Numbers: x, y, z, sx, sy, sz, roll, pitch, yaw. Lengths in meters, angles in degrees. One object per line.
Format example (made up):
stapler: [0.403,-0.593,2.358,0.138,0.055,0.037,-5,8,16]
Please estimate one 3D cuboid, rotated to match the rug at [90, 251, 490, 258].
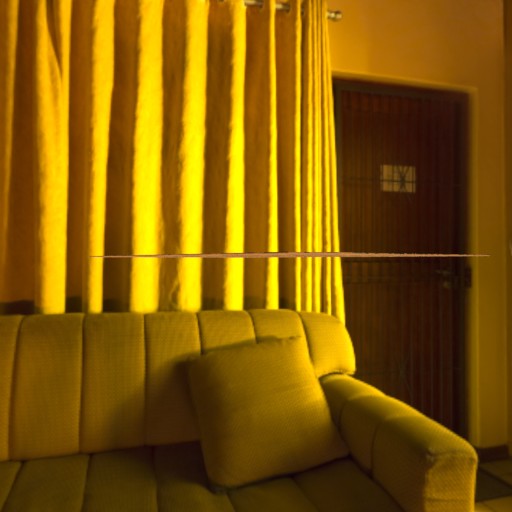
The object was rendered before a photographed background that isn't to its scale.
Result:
rug: [0.000,0.000,3.042,1.520,0.011,2.447,0,-1,-37]
